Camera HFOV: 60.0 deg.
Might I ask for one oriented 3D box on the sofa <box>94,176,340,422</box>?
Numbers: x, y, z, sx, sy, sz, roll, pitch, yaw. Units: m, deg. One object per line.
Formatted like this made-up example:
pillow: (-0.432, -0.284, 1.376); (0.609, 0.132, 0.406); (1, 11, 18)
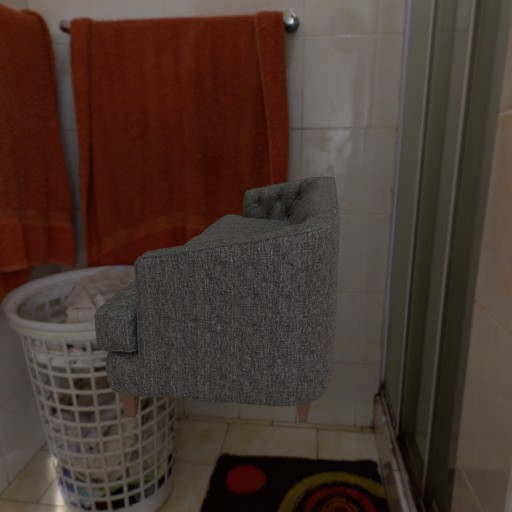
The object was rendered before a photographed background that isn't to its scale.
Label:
sofa: (0.000, 0.000, 2.687); (0.941, 0.855, 2.278); (2, 15, 9)
